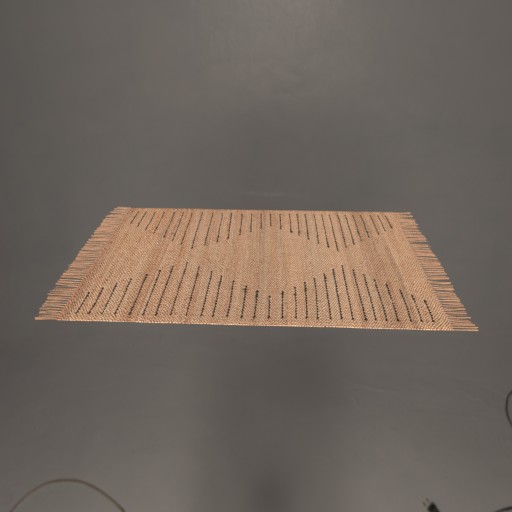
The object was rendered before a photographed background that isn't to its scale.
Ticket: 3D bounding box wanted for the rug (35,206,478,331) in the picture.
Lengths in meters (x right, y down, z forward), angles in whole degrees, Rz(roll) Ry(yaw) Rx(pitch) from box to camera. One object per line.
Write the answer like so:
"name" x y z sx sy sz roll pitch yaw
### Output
"rug" 0.000 0.000 2.559 2.085 0.027 1.224 1 31 2
